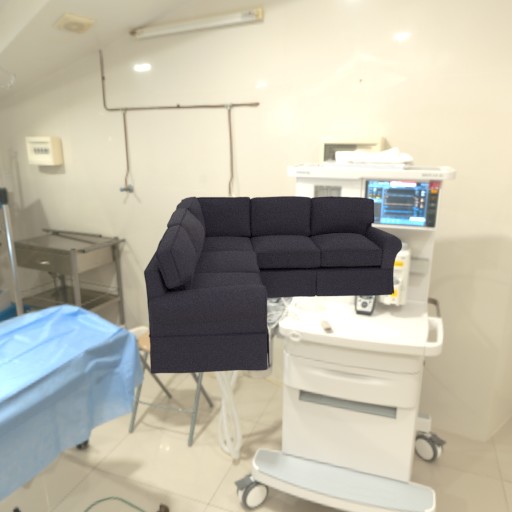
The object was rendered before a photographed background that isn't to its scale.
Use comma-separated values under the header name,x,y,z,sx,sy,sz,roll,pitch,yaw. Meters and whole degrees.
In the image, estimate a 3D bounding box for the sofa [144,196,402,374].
name,x,y,z,sx,sy,sz,roll,pitch,yaw
sofa,0.000,0.000,5.098,2.874,1.169,3.773,8,17,26
